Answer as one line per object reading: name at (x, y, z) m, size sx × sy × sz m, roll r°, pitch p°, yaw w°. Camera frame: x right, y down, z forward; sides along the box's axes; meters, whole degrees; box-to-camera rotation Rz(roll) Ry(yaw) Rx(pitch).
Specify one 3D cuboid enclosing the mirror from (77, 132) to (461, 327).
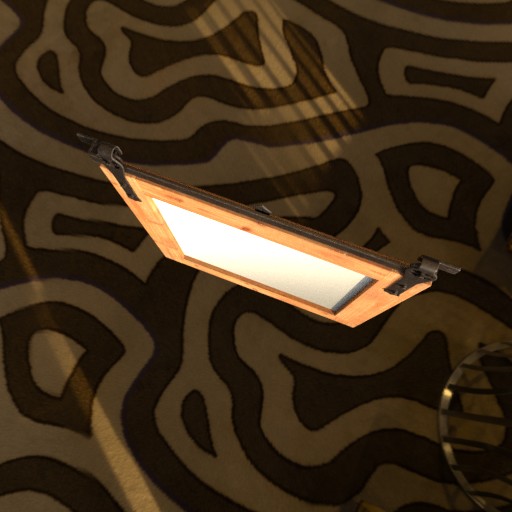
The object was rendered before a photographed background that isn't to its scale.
mirror at (0.000, 0.000, 1.194) m, size 0.805 × 0.800 × 0.054 m, roll 20°, pitch 75°, yaw 6°
